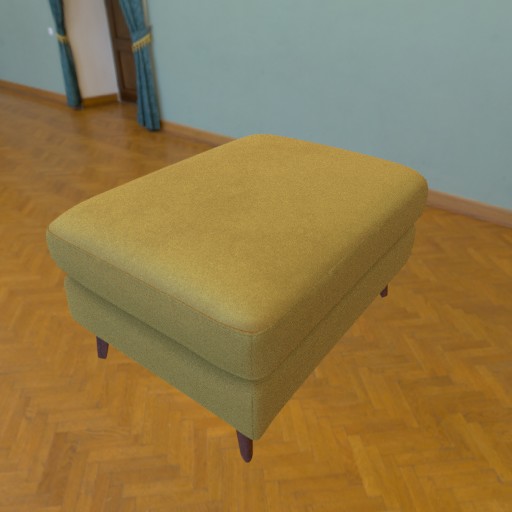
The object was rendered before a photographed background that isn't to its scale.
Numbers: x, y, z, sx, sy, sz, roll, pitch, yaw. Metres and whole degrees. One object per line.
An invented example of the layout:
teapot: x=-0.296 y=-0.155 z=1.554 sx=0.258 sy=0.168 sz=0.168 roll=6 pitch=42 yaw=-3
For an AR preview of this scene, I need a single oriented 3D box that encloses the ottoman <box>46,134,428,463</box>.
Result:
ottoman: x=0.000 y=0.000 z=1.152 sx=0.608 sy=0.449 sz=0.811 roll=22 pitch=38 yaw=31
